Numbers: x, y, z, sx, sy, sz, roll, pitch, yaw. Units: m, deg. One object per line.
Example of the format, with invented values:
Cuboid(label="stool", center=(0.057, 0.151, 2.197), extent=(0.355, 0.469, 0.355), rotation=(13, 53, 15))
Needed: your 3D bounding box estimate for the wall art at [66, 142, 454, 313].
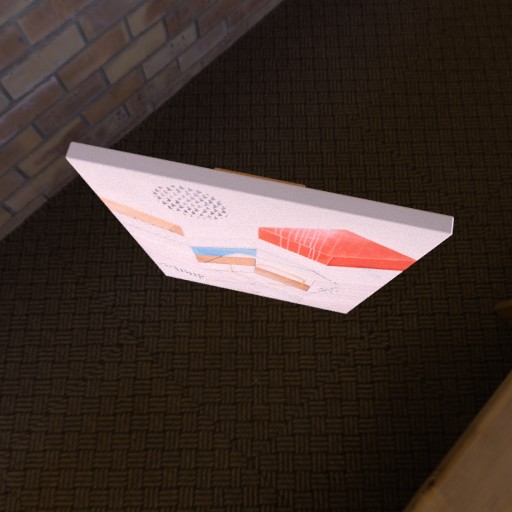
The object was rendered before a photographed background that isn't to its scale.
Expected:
Cuboid(label="wall art", center=(0.000, 0.000, 1.342), extent=(0.759, 1.014, 0.045), rotation=(12, 75, 3))
